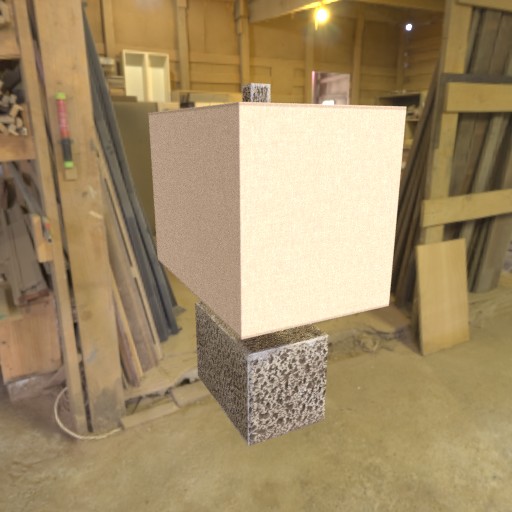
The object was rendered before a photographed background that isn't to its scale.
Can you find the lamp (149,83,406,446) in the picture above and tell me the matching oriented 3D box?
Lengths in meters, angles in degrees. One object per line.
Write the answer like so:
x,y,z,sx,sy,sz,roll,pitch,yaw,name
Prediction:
0.000,0.000,0.567,0.180,0.411,0.294,-8,18,-26,lamp
